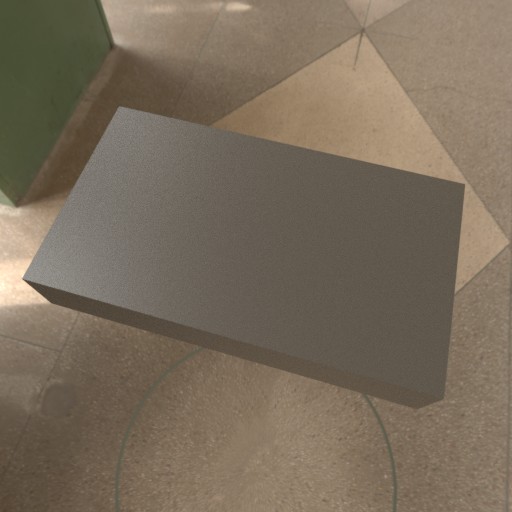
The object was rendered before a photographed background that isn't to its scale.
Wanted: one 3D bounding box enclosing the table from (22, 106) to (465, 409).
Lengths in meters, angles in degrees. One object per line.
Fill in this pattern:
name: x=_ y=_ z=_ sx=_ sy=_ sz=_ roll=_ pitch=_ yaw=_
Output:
table: x=0.000 y=0.000 z=1.531 sx=1.201 sy=0.404 sz=0.703 roll=15 pitch=65 yaw=7
